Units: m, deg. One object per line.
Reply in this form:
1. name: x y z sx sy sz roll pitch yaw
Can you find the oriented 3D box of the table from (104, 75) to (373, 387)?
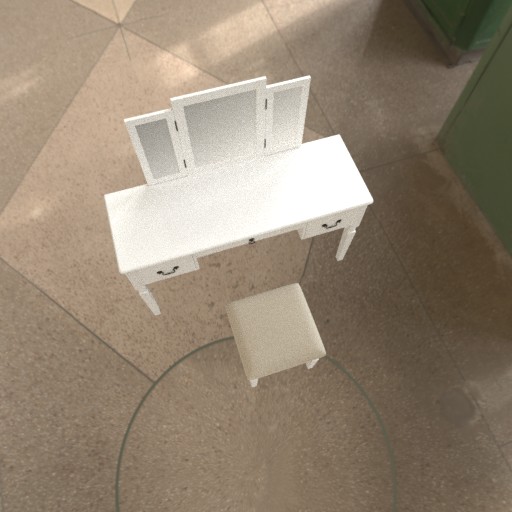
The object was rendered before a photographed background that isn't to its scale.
1. table: 0.000 0.000 2.331 1.369 1.310 1.115 -16 65 -8
